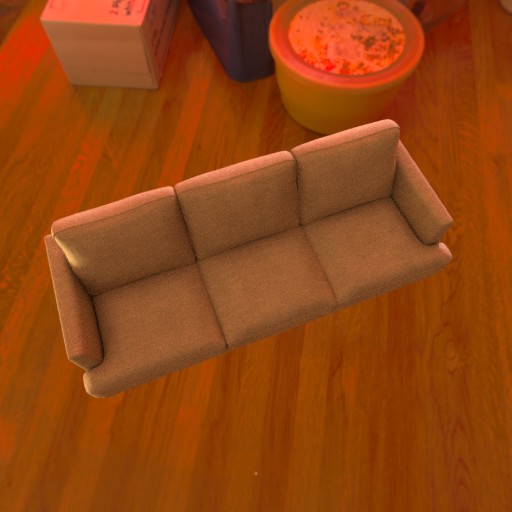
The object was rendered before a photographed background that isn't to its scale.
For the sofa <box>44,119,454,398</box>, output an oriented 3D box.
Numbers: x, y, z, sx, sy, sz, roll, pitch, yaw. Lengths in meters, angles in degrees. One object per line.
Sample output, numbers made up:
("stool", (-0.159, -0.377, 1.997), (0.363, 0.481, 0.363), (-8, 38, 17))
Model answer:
("sofa", (0.000, 0.000, 2.666), (2.246, 0.930, 0.903), (-19, 65, -9))
